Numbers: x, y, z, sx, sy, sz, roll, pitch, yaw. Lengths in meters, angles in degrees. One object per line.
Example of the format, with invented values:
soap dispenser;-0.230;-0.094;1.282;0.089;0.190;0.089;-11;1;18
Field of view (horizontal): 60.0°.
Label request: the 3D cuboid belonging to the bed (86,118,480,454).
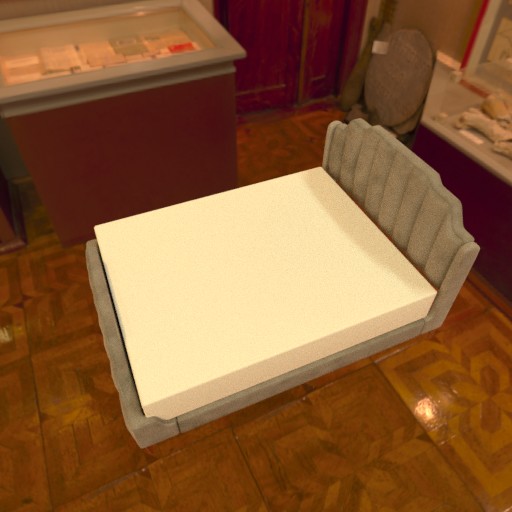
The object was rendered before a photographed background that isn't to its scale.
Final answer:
bed;0.000;0.000;3.237;2.340;1.245;1.676;-17;48;-16
